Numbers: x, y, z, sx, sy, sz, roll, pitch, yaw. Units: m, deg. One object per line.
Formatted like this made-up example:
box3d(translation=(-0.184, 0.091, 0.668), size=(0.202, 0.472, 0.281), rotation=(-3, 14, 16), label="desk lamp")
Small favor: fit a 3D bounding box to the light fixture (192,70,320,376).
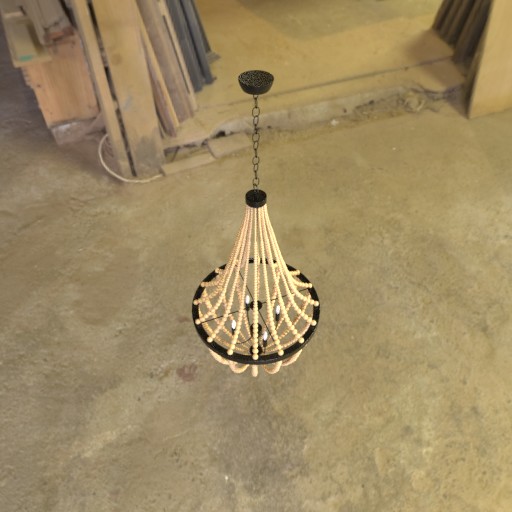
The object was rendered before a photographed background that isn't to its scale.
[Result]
box3d(translation=(0.000, 0.000, 1.377), size=(0.450, 1.133, 0.450), rotation=(0, 47, 0), label="light fixture")
